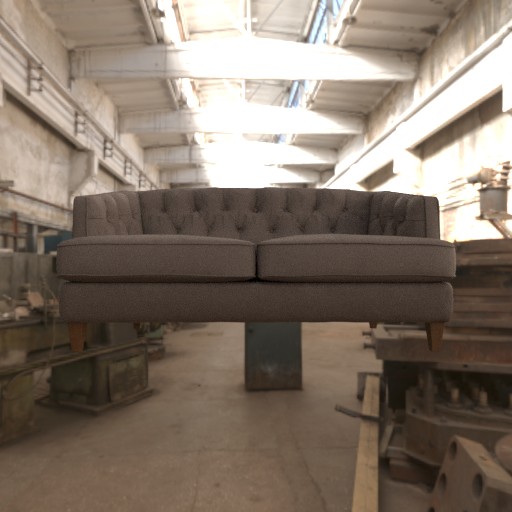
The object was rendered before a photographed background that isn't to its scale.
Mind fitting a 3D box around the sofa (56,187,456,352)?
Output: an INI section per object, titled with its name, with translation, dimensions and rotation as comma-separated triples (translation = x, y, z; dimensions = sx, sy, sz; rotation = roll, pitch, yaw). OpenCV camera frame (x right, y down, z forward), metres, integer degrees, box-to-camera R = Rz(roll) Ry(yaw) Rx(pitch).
[sofa]
translation = 0.000, 0.000, 2.322
dimensions = 1.733, 0.855, 0.941
rotation = 0, -1, 0
